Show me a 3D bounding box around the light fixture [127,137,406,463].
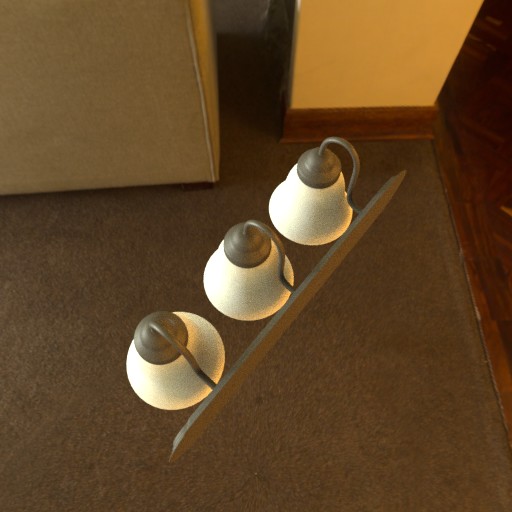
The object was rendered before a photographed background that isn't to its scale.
[{"bbox_3d":[0.000,0.000,0.708,0.199,0.222,0.610,36,69,16],"label":"light fixture"}]
